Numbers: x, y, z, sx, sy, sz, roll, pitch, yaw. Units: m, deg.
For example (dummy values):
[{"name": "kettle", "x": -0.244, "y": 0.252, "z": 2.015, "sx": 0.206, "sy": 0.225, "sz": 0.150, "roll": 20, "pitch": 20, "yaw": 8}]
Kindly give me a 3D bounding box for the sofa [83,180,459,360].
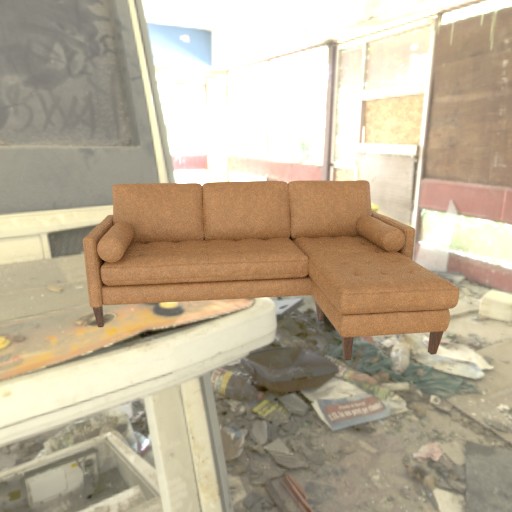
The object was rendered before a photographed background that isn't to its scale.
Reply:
[{"name": "sofa", "x": 0.000, "y": 0.000, "z": 2.963, "sx": 2.178, "sy": 0.876, "sz": 1.506, "roll": -2, "pitch": 16, "yaw": -8}]
